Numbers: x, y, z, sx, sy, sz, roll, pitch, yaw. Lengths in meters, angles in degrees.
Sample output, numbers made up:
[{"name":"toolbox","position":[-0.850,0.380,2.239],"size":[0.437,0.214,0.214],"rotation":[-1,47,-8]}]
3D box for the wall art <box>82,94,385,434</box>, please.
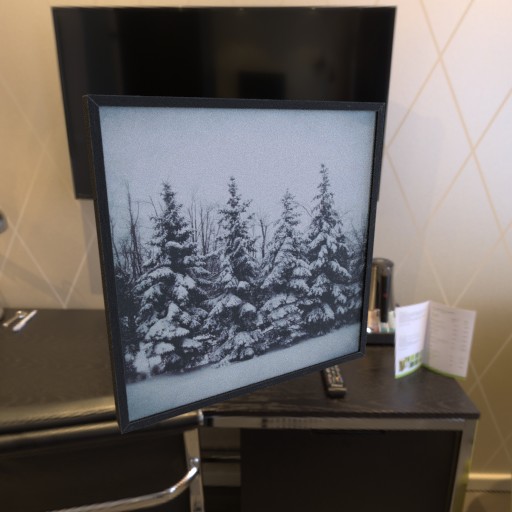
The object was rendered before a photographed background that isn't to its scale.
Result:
[{"name":"wall art","position":[0.000,0.000,0.761],"size":[0.506,0.506,0.036],"rotation":[-9,19,-28]}]
